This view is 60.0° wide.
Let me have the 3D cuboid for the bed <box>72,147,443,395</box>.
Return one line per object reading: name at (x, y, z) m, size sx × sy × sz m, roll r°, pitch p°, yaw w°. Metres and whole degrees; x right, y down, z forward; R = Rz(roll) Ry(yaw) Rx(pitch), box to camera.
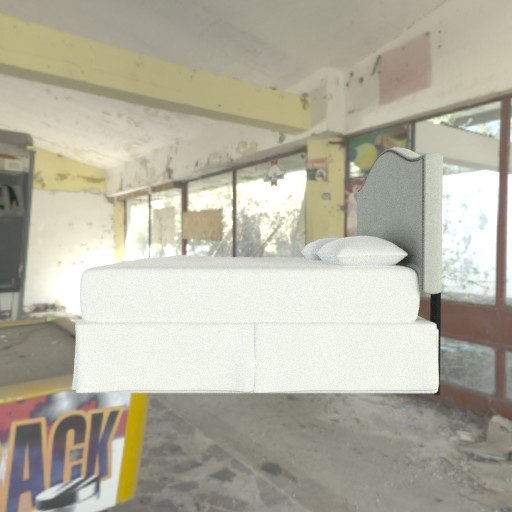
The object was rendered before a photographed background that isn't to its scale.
bed at (0.000, 0.000, 3.412) m, size 2.180 × 1.607 × 1.813 m, roll 0°, pitch 2°, yaw 0°
